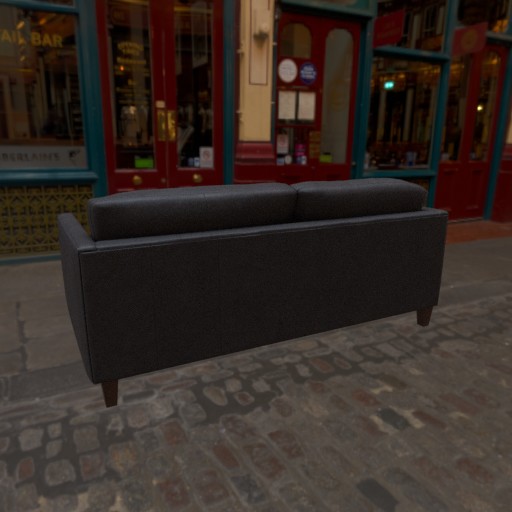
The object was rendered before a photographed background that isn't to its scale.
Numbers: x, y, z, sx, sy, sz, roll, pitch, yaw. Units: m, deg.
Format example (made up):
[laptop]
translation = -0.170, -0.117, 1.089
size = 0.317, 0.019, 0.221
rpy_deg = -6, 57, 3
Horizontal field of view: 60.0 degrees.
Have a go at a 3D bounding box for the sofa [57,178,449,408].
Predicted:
[sofa]
translation = 0.000, 0.000, 2.484
size = 1.971, 0.863, 0.933
rpy_deg = -7, 16, -27
